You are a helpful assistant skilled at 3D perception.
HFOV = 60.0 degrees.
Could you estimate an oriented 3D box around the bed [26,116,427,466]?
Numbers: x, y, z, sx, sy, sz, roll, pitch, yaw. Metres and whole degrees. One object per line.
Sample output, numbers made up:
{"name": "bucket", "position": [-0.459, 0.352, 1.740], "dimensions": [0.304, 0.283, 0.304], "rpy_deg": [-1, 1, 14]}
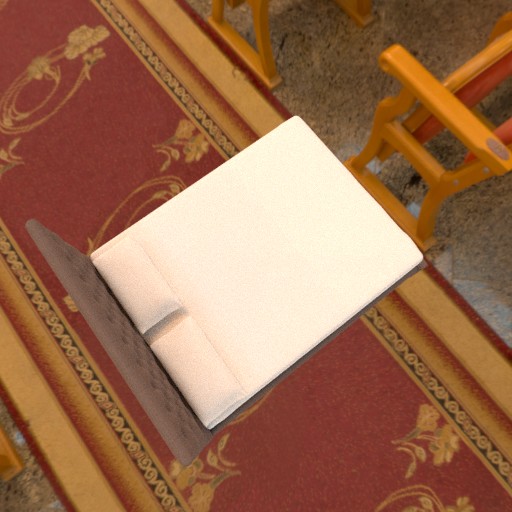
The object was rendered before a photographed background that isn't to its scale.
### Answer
{"name": "bed", "position": [0.000, 0.000, 3.307], "dimensions": [2.233, 1.426, 1.696], "rpy_deg": [-36, 77, -9]}
